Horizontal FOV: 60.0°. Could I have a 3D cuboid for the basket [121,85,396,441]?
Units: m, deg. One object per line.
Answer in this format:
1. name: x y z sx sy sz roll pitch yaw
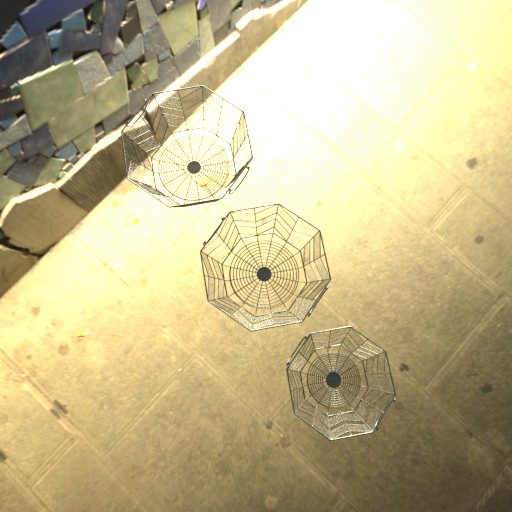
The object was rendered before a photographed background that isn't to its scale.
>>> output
1. basket: 0.000 0.000 1.412 0.432 0.178 1.246 -32 79 -7
